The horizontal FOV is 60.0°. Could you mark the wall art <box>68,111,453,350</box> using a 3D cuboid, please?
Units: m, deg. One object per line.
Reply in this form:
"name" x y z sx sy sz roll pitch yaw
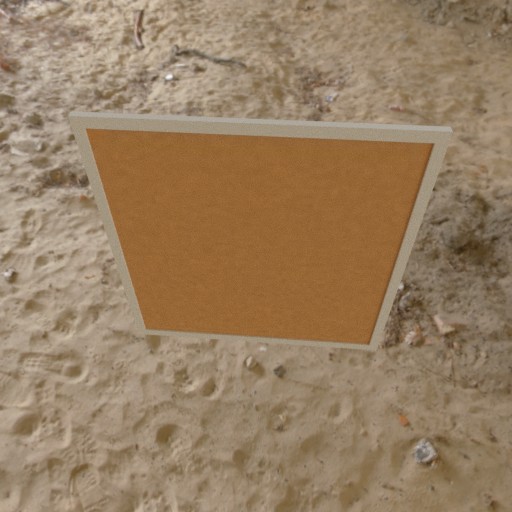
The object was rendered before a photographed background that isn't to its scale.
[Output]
"wall art" 0.000 0.000 0.692 0.457 0.457 0.012 3 45 3
